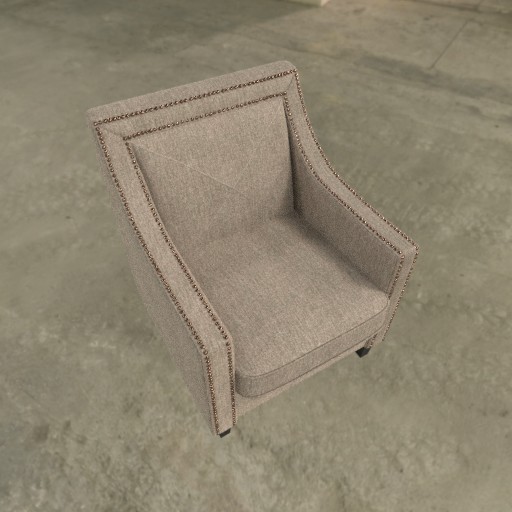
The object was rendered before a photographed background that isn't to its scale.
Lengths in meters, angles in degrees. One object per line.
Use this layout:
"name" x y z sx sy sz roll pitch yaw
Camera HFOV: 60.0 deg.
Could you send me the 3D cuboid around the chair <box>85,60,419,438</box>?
"chair" 0.000 0.000 1.610 0.776 0.967 0.884 -23 50 -21
